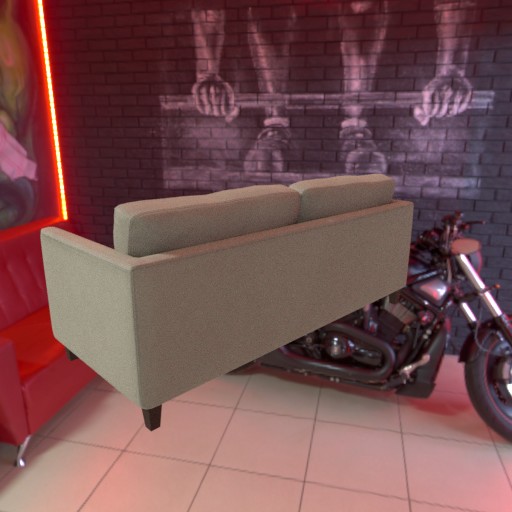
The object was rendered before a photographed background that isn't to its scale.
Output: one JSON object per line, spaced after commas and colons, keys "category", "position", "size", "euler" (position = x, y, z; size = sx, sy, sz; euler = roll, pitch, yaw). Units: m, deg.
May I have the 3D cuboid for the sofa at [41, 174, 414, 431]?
{"category": "sofa", "position": [0.000, 0.000, 2.697], "size": [2.181, 0.932, 0.948], "euler": [-15, 21, -42]}
